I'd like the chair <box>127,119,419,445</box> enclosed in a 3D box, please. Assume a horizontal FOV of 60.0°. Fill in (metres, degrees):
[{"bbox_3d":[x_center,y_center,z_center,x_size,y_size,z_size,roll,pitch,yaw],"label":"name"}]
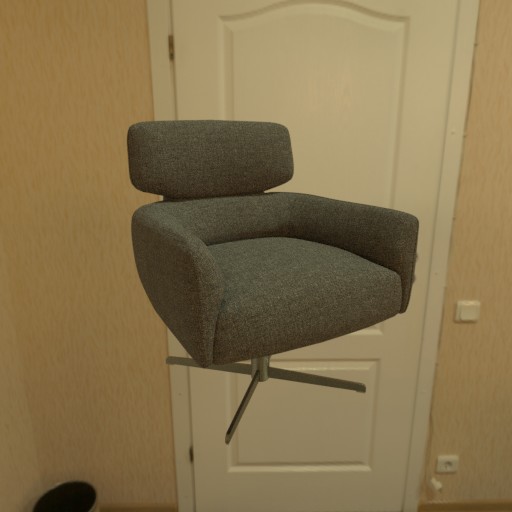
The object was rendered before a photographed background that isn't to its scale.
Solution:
[{"bbox_3d":[0.000,0.000,1.362,0.706,0.812,0.715,-9,18,-28],"label":"chair"}]
